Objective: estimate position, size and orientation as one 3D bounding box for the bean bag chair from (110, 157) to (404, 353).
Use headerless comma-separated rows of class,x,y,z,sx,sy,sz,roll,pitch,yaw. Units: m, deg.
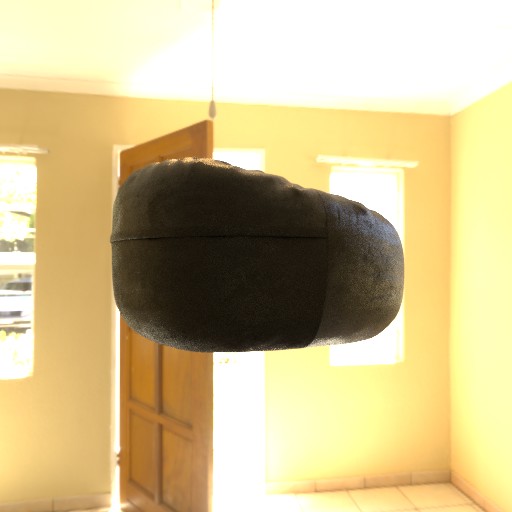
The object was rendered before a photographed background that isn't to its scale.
bean bag chair,0.000,0.000,2.433,1.524,0.878,1.524,0,-1,-18
